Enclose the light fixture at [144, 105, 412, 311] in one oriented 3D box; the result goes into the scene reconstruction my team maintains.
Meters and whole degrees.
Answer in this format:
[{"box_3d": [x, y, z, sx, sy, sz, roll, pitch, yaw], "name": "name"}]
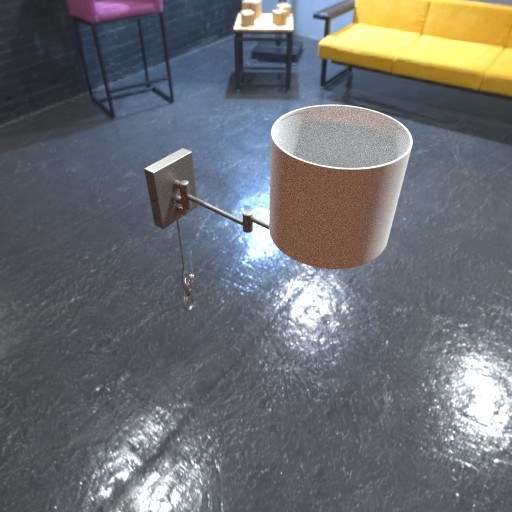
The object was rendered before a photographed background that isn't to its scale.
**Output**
[{"box_3d": [0.000, 0.000, 0.935, 0.516, 0.651, 0.203, 27, 48, 27], "name": "light fixture"}]
